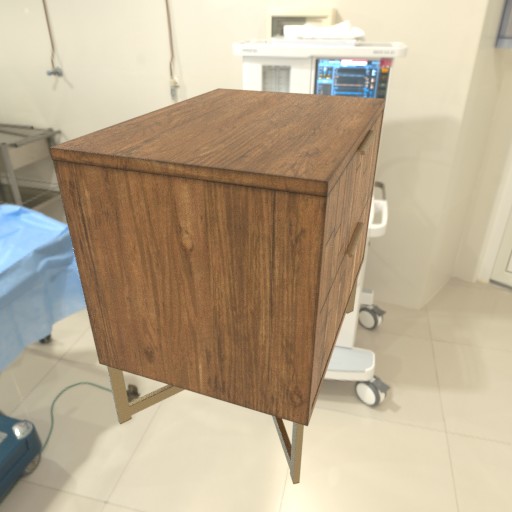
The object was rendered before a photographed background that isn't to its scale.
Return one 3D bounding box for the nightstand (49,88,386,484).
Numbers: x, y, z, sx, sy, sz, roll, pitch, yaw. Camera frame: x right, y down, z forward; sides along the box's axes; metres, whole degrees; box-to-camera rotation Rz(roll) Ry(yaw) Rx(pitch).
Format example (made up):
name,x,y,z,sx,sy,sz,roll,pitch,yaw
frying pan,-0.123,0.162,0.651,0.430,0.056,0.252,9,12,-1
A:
name,x,y,z,sx,sy,sz,roll,pitch,yaw
nightstand,0.000,0.000,1.004,0.446,0.610,0.610,10,31,18
